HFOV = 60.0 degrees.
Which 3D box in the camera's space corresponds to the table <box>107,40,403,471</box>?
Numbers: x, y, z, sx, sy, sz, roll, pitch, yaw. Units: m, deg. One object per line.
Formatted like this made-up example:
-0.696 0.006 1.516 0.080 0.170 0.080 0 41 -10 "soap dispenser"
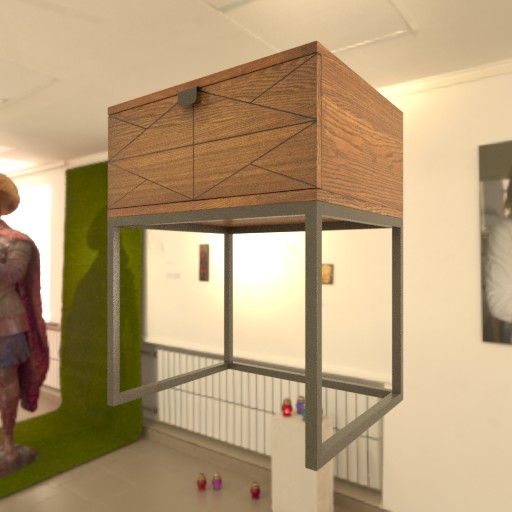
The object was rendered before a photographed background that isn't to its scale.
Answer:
0.000 0.000 0.918 0.482 0.610 0.400 0 0 36 "table"
